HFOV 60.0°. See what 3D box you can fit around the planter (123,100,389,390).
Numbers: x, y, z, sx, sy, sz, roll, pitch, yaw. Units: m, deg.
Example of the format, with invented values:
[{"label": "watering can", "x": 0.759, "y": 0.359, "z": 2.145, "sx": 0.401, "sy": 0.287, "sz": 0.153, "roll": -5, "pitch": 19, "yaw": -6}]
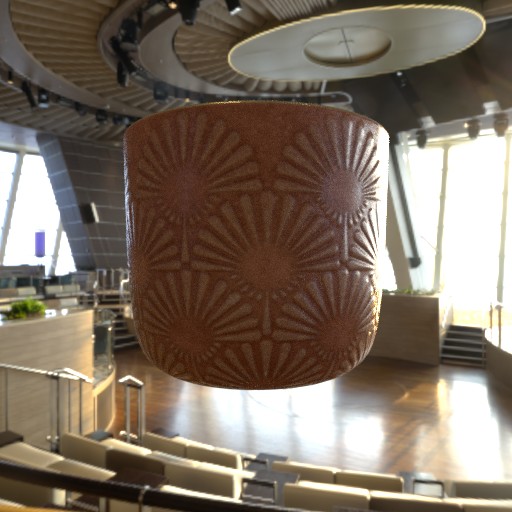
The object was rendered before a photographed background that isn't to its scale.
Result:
[{"label": "planter", "x": 0.000, "y": 0.000, "z": 0.216, "sx": 0.124, "sy": 0.109, "sz": 0.124, "roll": 0, "pitch": 0, "yaw": 0}]
